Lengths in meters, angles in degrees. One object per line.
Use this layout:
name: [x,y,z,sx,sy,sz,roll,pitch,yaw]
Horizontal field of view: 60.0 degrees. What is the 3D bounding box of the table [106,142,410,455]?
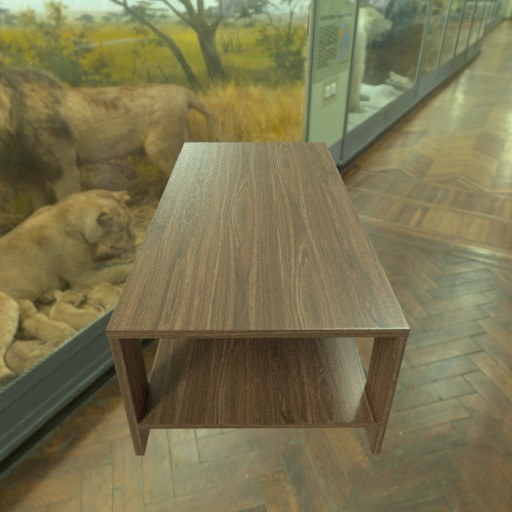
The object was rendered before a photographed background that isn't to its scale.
table: [0.000,0.000,1.487,0.600,0.400,1.200,0,32,0]
